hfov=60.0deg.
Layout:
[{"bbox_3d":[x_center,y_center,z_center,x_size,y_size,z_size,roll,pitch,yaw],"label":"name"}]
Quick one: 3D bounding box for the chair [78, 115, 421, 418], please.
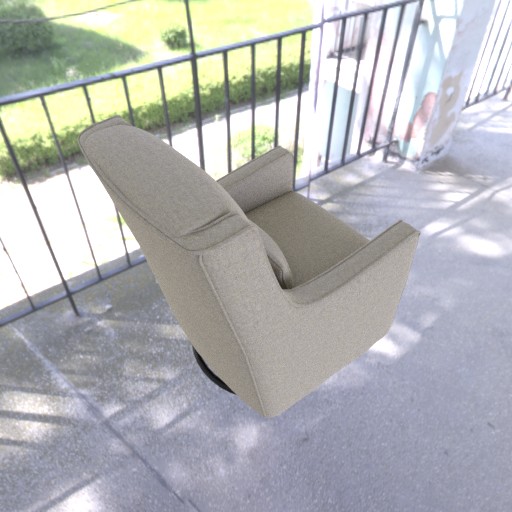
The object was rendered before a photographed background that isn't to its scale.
[{"bbox_3d":[0.000,0.000,1.570,0.879,0.993,0.732,-28,49,-27],"label":"chair"}]
